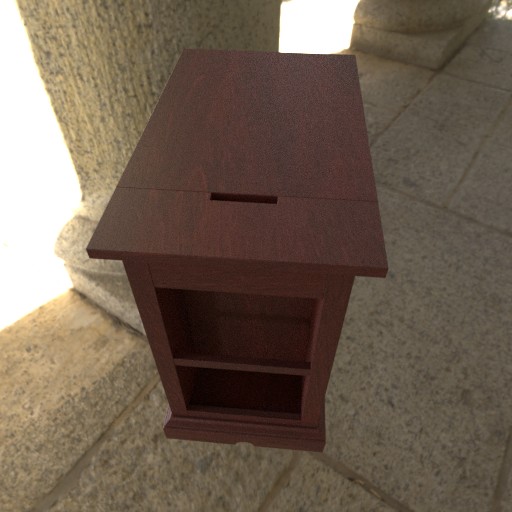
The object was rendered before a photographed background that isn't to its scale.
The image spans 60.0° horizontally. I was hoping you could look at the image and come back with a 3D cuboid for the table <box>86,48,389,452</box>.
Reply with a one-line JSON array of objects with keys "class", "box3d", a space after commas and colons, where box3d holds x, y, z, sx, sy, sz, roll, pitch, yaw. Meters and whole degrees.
[{"class": "table", "box3d": [0.000, 0.000, 0.938, 0.356, 0.612, 0.584, 4, 47, 3]}]
